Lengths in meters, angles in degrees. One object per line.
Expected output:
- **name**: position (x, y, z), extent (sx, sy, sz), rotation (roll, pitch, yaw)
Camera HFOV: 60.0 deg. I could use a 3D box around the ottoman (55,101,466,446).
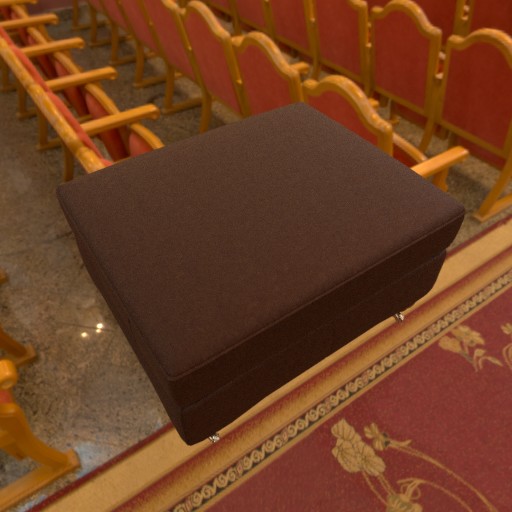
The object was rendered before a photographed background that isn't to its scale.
- **ottoman**: position (0.000, 0.000, 1.819), extent (1.187, 0.730, 0.967), rotation (-26, 52, -23)
